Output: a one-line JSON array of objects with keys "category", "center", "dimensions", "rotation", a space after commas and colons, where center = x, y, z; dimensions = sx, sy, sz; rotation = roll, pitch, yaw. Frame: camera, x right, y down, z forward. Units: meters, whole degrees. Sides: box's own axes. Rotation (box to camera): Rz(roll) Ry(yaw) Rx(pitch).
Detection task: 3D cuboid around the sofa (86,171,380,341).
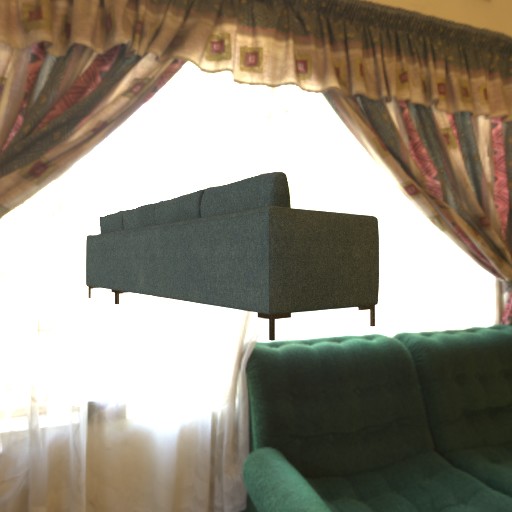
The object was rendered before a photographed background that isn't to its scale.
[{"category": "sofa", "center": [0.000, 0.000, 3.762], "dimensions": [2.007, 0.815, 2.949], "rotation": [0, -1, -37]}]
